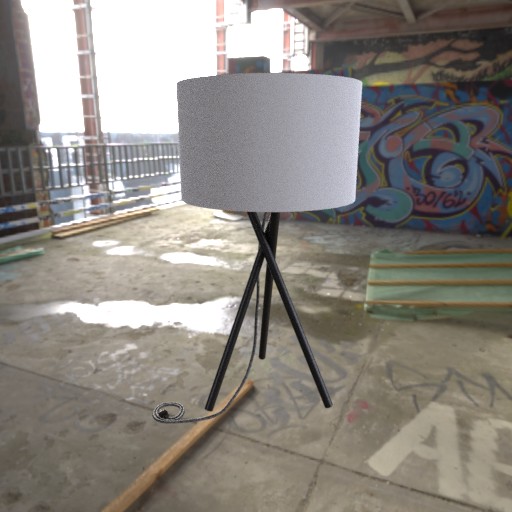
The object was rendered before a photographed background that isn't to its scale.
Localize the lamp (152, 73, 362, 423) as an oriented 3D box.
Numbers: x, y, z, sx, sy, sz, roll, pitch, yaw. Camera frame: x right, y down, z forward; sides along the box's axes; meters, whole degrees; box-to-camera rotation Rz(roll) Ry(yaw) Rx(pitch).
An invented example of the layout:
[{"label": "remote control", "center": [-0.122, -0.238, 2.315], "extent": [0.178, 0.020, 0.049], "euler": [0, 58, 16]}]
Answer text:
[{"label": "lamp", "center": [0.000, 0.000, 0.924], "extent": [0.353, 0.674, 0.422], "euler": [15, 21, 43]}]
